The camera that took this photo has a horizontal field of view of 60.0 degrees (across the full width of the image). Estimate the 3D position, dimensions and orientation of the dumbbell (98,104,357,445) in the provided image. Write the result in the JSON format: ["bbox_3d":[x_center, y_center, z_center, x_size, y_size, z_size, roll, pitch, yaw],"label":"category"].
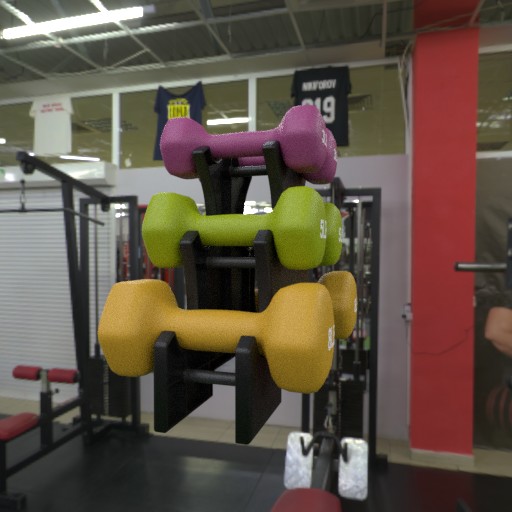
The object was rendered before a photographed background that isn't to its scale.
[{"bbox_3d":[0.000,0.000,0.468,0.190,0.271,0.300,0,1,18],"label":"dumbbell"}]
